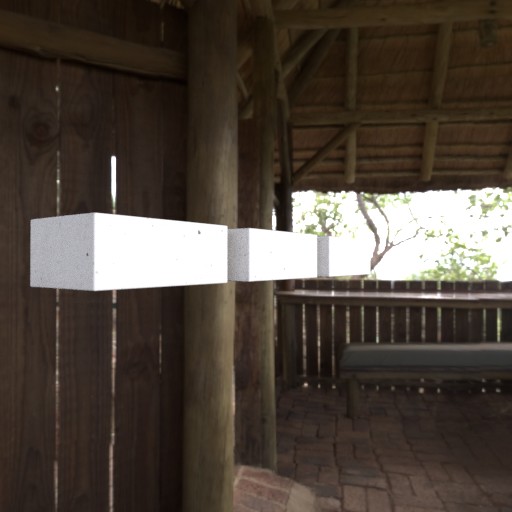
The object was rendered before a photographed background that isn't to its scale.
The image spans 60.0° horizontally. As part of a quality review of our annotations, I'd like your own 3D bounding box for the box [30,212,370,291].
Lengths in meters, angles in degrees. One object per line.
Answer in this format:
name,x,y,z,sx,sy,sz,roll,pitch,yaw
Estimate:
box,0.000,0.000,0.494,0.082,0.051,0.461,-1,-1,36
